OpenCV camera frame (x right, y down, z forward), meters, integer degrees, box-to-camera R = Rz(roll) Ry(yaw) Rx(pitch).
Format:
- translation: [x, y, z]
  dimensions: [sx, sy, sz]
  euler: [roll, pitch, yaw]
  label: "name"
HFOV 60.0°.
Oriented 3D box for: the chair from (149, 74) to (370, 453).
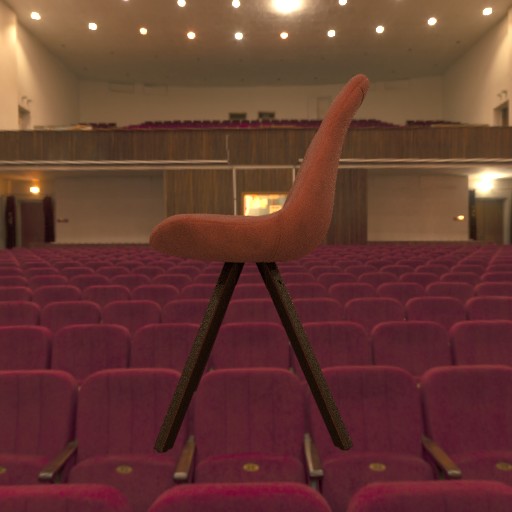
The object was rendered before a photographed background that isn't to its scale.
- translation: [0.000, 0.000, 1.185]
  dimensions: [0.547, 0.865, 0.483]
  euler: [0, 1, 0]
  label: "chair"
